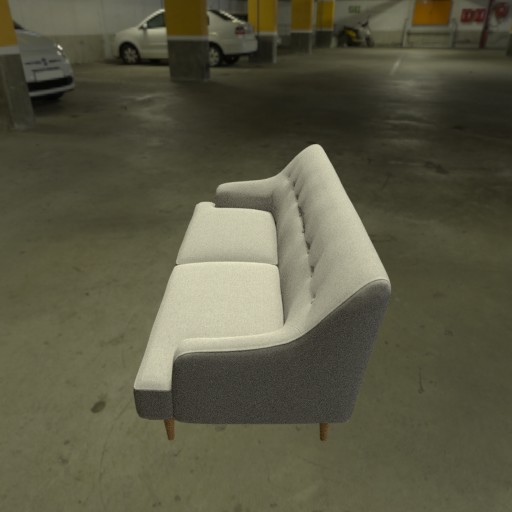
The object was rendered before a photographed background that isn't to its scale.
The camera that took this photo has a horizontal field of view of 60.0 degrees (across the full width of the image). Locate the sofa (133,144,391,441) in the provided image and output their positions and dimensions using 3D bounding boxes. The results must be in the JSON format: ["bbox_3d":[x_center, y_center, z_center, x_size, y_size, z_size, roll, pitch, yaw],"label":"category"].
[{"bbox_3d":[0.000,0.000,2.598,0.978,0.871,2.057,0,28,0],"label":"sofa"}]
